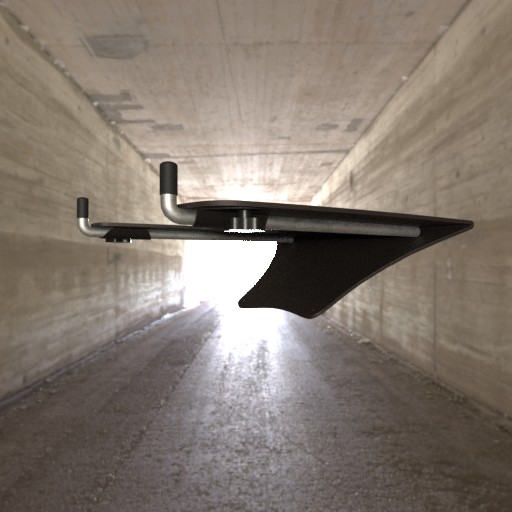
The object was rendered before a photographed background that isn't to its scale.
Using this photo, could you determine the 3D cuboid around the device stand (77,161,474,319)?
[{"bbox_3d":[0.000,0.000,0.349,0.230,0.092,0.230,0,-1,-36],"label":"device stand"}]
